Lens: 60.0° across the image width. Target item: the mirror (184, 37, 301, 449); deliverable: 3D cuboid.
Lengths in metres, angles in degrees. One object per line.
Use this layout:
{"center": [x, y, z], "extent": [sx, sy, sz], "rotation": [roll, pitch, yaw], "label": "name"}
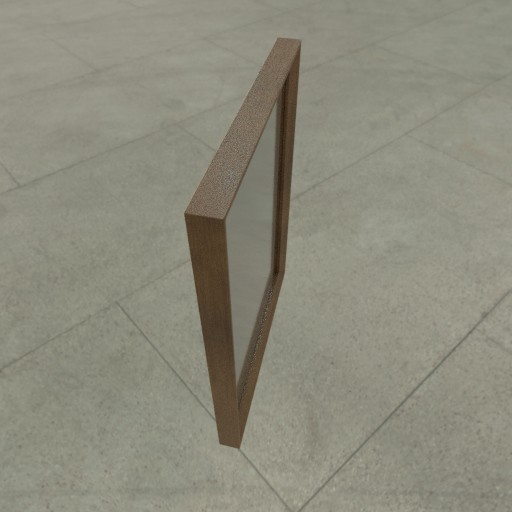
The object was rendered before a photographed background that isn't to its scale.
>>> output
{"center": [0.000, 0.000, 0.695], "extent": [0.041, 0.509, 0.406], "rotation": [10, 47, 9], "label": "mirror"}
